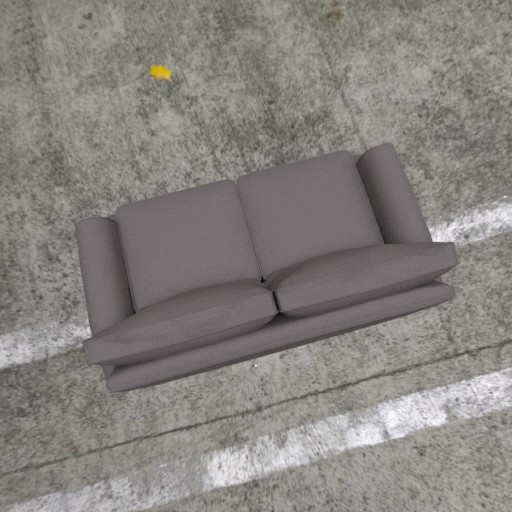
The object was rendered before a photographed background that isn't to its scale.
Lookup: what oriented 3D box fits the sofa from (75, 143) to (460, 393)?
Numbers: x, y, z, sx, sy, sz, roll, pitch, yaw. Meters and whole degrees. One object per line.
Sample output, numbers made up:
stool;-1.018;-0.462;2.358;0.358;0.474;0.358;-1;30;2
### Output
sofa;0.000;0.000;2.233;1.665;0.937;0.964;-15;77;-4
